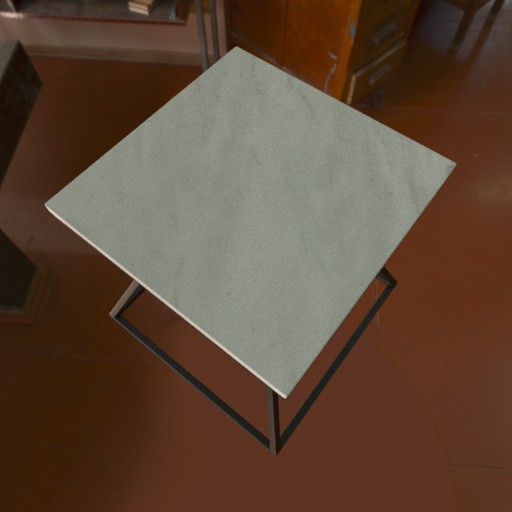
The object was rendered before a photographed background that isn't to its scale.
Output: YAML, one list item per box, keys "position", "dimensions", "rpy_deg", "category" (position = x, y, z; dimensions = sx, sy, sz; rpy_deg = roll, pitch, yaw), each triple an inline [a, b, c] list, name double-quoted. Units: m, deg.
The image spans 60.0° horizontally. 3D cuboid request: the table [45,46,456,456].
- position: [0.000, 0.000, 0.802]
  dimensions: [0.455, 0.431, 0.455]
  rpy_deg: [35, 68, 17]
  category: "table"
